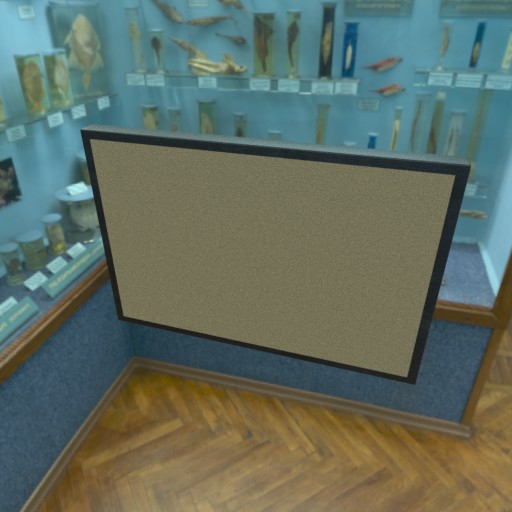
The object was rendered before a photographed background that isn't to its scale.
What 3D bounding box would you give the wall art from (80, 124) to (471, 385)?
[{"bbox_3d":[0.000,0.000,0.783,0.610,0.409,0.038,9,32,15],"label":"wall art"}]
